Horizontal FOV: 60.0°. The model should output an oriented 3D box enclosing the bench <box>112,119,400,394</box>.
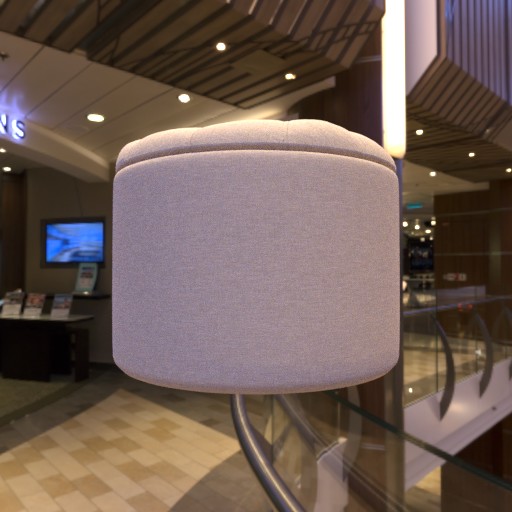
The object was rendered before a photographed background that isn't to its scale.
[{"bbox_3d":[0.000,0.000,0.974,0.600,0.454,0.600,0,-1,0],"label":"bench"}]
